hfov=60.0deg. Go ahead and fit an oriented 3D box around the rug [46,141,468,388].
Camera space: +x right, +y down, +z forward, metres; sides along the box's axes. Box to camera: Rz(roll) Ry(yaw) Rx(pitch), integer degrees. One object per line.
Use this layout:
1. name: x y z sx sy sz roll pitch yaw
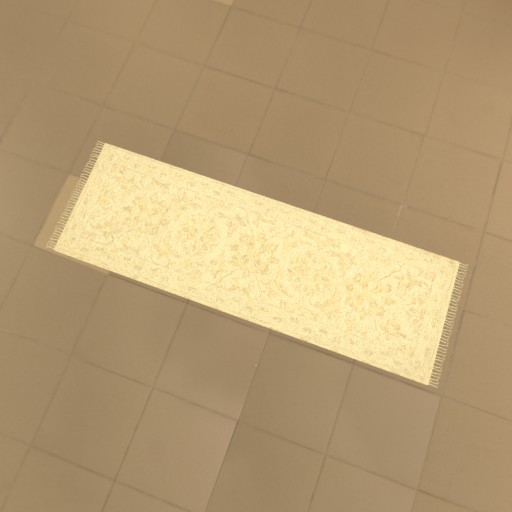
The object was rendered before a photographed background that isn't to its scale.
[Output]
1. rug: 0.000 0.000 2.796 2.544 0.015 0.795 19 77 5
